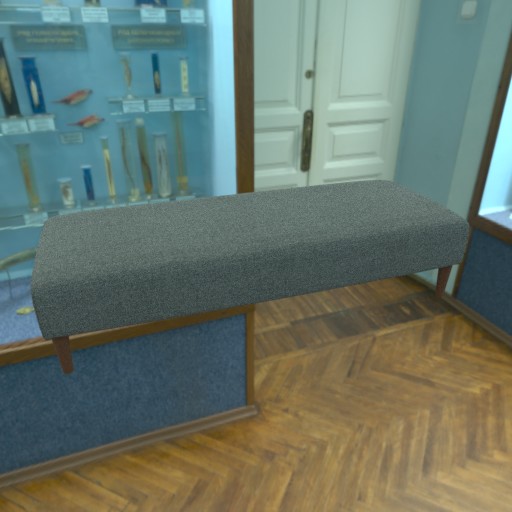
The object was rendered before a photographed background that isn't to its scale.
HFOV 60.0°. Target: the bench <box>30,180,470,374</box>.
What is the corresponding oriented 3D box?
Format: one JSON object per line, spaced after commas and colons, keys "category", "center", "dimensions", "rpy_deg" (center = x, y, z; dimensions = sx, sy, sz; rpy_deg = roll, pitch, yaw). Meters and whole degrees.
{"category": "bench", "center": [0.000, 0.000, 1.832], "dimensions": [1.598, 0.384, 0.631], "rpy_deg": [-9, 28, -16]}
